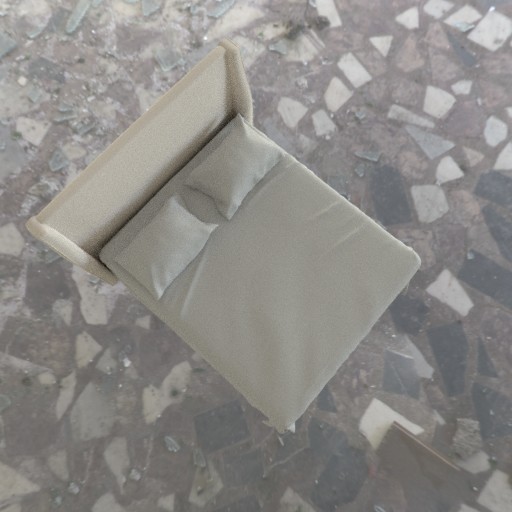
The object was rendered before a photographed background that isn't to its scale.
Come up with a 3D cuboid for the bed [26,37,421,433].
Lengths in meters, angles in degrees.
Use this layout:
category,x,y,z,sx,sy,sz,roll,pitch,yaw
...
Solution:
category,x,y,z,sx,sy,sz,roll,pitch,yaw
bed,0.000,0.000,3.423,2.276,1.332,1.925,41,79,10
